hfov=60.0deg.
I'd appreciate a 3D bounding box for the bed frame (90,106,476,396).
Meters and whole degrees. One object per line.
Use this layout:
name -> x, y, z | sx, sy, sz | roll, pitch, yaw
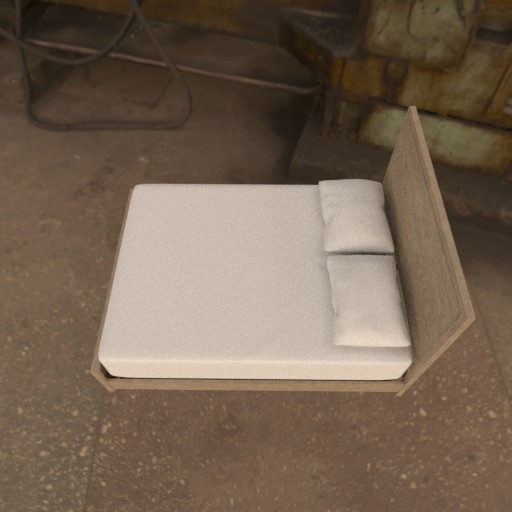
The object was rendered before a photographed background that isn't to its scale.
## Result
bed frame -> 0.000, 0.000, 3.205 | 2.189, 1.369, 1.606 | 0, 57, 0
